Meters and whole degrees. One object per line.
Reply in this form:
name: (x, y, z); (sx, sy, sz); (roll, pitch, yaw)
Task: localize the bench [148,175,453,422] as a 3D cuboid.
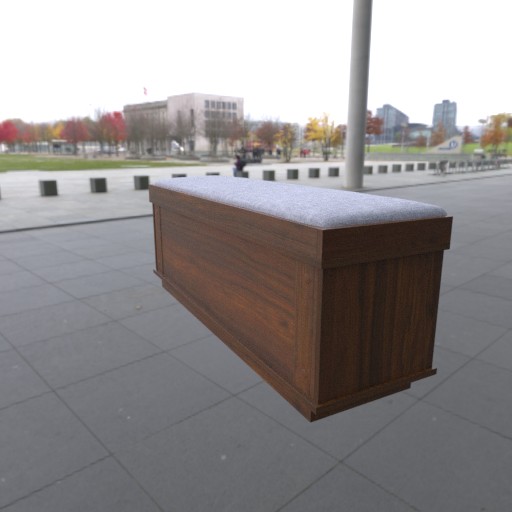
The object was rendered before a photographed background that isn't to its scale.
bench: (0.000, 0.000, 1.449); (0.367, 0.468, 1.196); (-7, 15, -27)
